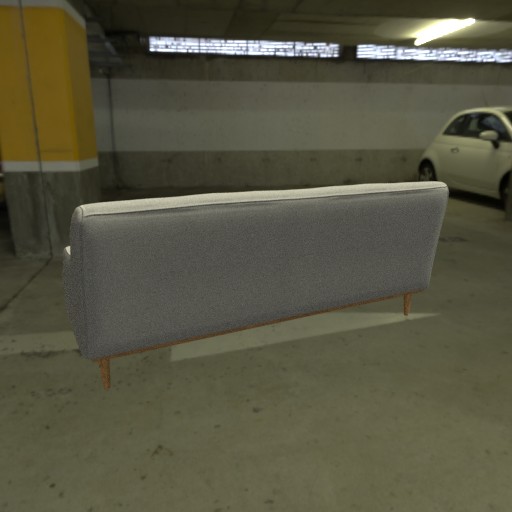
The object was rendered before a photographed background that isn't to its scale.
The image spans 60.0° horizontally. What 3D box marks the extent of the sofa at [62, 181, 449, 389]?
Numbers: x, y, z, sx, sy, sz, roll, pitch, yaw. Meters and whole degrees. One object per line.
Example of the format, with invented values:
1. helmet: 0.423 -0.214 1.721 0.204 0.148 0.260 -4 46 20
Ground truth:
1. sofa: 0.000 0.000 2.585 2.057 0.871 0.978 -8 17 -26
